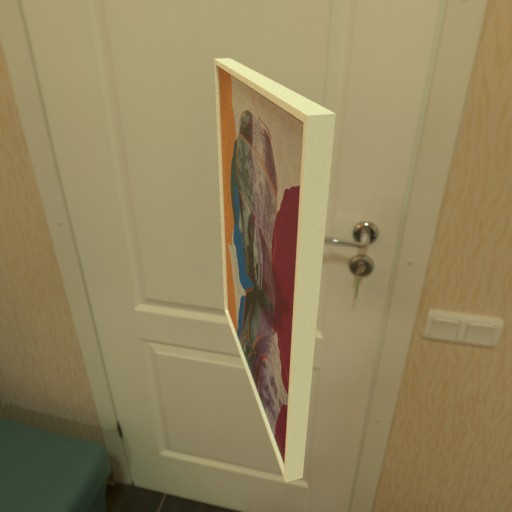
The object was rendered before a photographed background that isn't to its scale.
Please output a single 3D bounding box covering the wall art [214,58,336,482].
[{"bbox_3d":[0.000,0.000,0.727,0.030,0.549,0.443,-8,31,-13],"label":"wall art"}]
